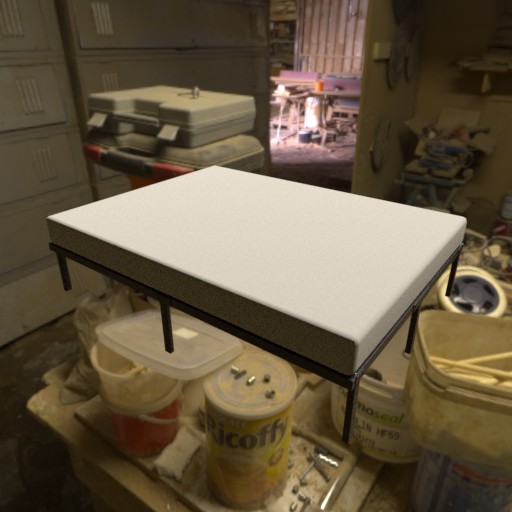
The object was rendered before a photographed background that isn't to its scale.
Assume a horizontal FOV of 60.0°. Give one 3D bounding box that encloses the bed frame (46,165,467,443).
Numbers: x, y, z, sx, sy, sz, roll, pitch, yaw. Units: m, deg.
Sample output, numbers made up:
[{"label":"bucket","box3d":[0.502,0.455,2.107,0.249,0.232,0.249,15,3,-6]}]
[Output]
[{"label":"bed frame","box3d":[0.000,0.000,3.552,2.635,0.680,1.990,18,31,33]}]
